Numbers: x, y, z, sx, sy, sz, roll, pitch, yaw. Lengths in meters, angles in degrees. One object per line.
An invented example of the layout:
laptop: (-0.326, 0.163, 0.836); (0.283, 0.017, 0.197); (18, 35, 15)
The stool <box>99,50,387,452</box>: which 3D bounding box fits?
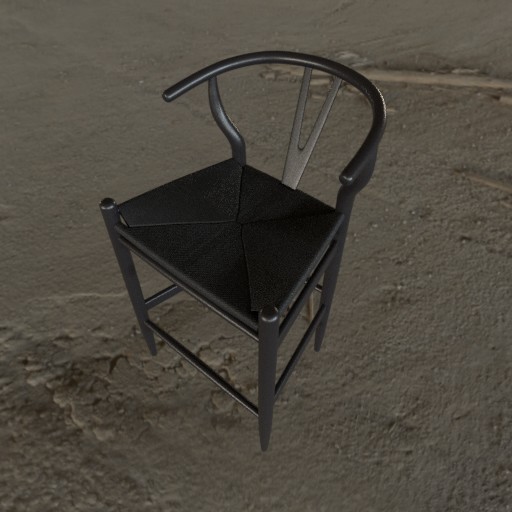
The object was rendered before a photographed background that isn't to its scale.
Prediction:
stool: (0.000, 0.000, 1.304); (0.569, 0.970, 0.579); (32, 54, 27)
